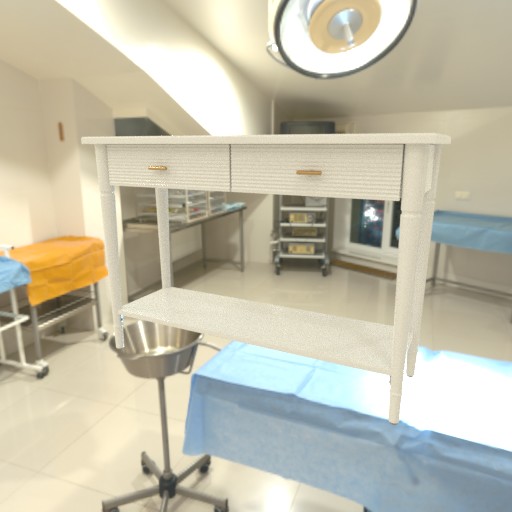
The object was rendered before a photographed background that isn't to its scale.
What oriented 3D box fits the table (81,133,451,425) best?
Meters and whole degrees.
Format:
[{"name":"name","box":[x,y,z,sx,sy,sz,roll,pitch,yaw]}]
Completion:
[{"name":"table","box":[0.000,0.000,1.438,1.067,0.749,0.381,7,16,26]}]
